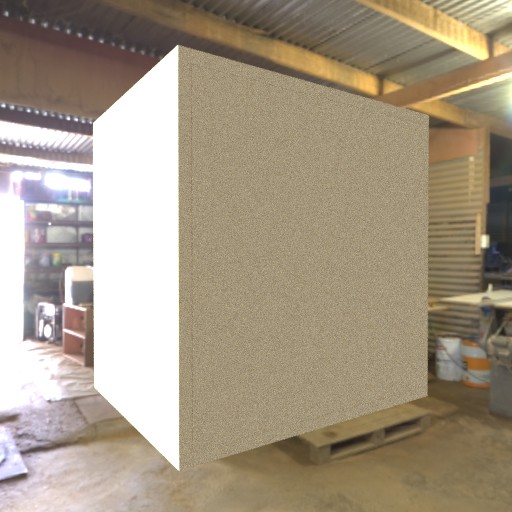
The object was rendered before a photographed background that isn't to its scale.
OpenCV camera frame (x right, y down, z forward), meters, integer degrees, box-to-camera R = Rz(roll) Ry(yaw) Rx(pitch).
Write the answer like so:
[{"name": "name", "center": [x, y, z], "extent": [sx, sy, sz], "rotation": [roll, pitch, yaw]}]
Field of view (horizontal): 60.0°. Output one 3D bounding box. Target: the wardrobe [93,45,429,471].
[{"name": "wardrobe", "center": [0.000, 0.000, 0.845], "extent": [0.500, 0.520, 0.400], "rotation": [-1, 1, -34]}]
